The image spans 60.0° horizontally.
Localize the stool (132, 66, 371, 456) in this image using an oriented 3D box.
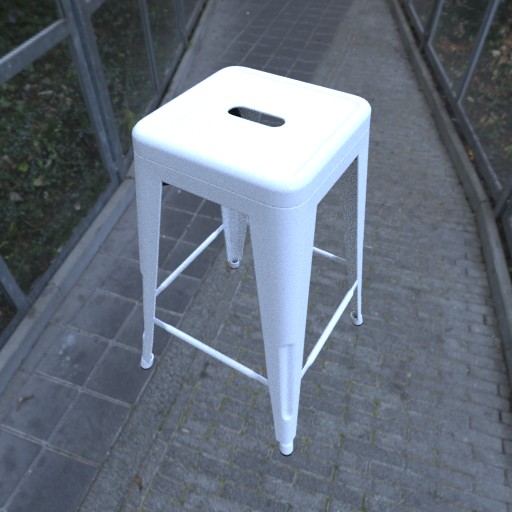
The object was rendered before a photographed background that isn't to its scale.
[{"bbox_3d":[0.000,0.000,0.878,0.406,0.610,0.406,24,50,21],"label":"stool"}]
